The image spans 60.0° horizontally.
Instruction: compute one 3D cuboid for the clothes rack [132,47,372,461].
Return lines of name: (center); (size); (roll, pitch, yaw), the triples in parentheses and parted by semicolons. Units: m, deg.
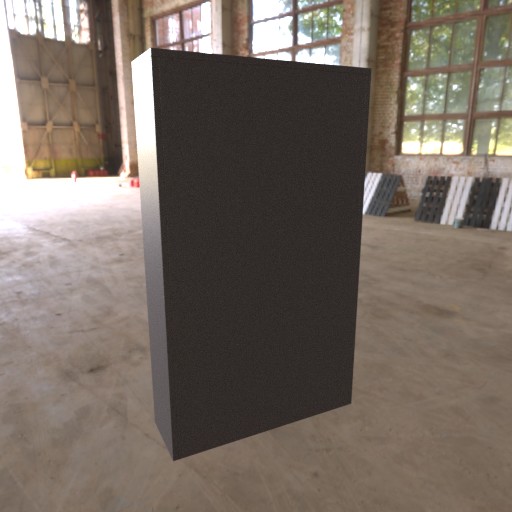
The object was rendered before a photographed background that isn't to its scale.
clothes rack: (0.000, 0.000, 1.601); (0.750, 1.280, 0.250); (-7, 16, -26)
